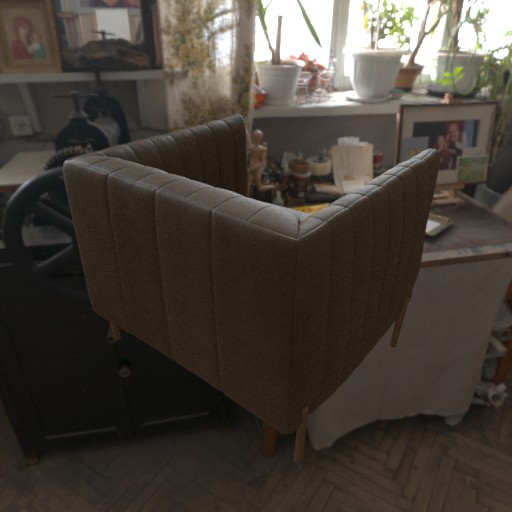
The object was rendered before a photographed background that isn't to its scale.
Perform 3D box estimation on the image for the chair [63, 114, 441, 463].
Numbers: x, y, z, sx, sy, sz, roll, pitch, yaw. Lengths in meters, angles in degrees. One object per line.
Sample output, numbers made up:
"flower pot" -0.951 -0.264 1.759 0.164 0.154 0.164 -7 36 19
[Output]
"chair" 0.000 0.000 1.621 0.981 0.779 0.876 22 36 33
